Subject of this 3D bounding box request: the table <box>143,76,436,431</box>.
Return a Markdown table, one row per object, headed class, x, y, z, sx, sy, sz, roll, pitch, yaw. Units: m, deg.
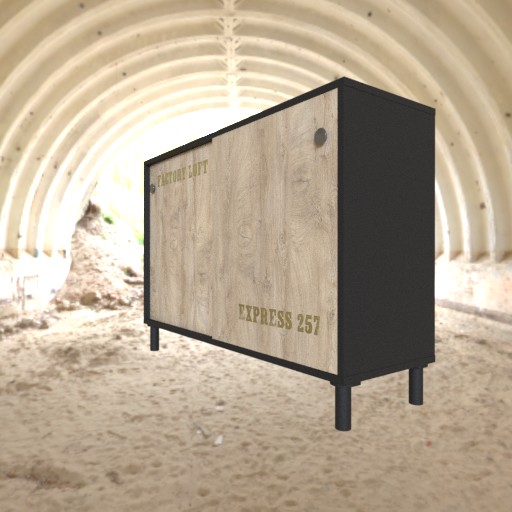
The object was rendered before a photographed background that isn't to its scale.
| class | x | y | z | sx | sy | sz | roll | pitch | yaw |
| --- | --- | --- | --- | --- | --- | --- | --- | --- | --- |
| table | 0.000 | 0.000 | 1.644 | 0.400 | 0.855 | 1.200 | 0 | 0 | -37 |
